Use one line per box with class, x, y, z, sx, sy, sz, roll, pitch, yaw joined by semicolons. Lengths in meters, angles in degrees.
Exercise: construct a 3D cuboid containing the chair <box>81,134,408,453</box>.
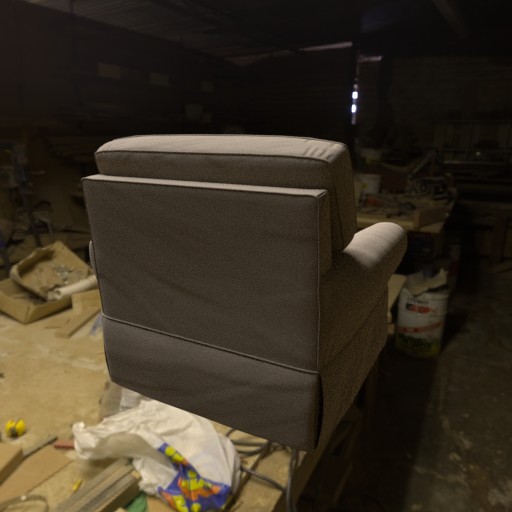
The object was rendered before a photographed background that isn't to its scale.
chair;0.000;0.000;1.912;1.135;1.017;0.988;9;18;27
